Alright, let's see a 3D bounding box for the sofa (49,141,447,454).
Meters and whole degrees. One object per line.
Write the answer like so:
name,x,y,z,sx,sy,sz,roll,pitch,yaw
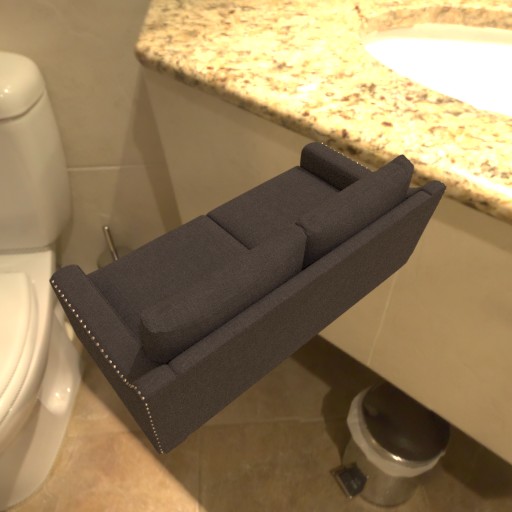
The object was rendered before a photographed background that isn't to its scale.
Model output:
sofa,0.000,0.000,3.276,2.550,1.196,1.336,-32,54,-27
